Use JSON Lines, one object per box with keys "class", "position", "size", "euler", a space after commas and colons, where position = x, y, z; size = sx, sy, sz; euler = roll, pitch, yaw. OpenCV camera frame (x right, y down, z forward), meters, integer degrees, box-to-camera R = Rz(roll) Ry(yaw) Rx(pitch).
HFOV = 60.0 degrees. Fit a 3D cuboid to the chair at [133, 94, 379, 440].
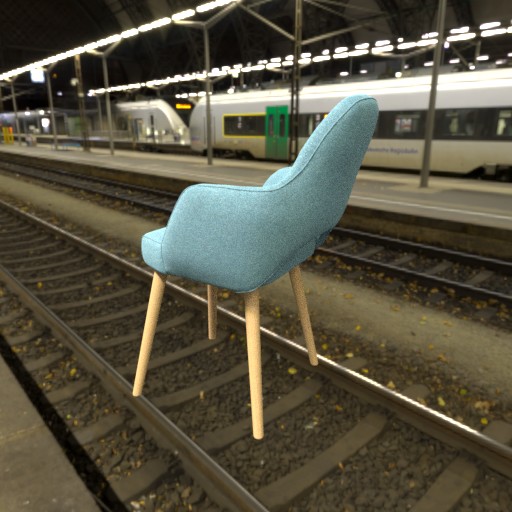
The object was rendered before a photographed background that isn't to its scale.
{"class": "chair", "position": [0.000, 0.000, 1.368], "size": [0.666, 0.920, 0.589], "euler": [8, 18, 26]}
